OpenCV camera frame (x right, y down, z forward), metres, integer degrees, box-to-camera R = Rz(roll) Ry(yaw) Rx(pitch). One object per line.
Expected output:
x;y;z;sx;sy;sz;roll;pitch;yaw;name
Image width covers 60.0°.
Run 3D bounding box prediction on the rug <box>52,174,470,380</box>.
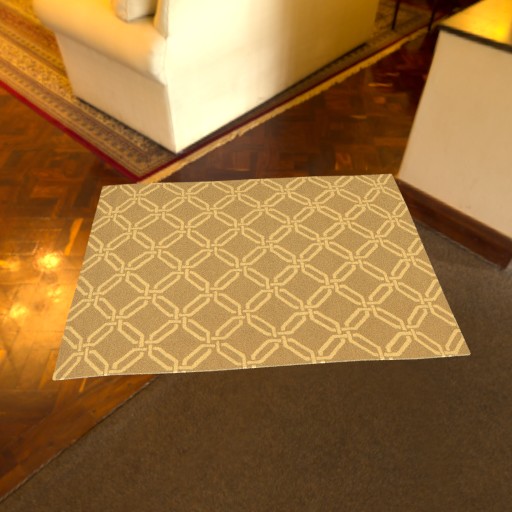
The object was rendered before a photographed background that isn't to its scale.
0.000;0.000;2.746;2.135;0.013;1.524;-3;48;-3;rug
